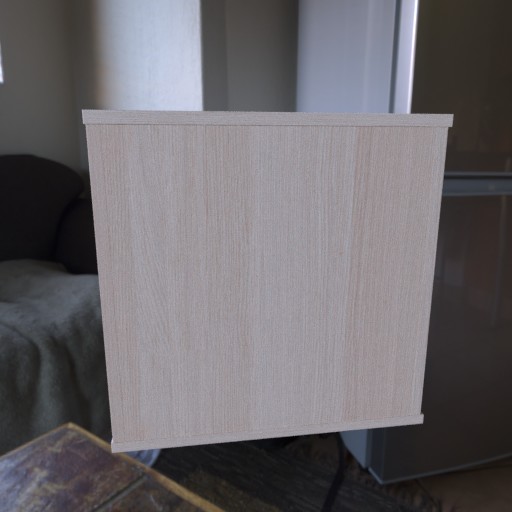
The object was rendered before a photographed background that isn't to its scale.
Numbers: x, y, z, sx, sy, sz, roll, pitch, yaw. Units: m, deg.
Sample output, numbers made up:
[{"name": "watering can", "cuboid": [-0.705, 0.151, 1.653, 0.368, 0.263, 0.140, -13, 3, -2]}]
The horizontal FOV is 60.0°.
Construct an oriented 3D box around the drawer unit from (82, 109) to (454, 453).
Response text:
[{"name": "drawer unit", "cuboid": [0.000, 0.000, 0.589, 0.349, 0.344, 0.290, -2, 14, -8]}]
